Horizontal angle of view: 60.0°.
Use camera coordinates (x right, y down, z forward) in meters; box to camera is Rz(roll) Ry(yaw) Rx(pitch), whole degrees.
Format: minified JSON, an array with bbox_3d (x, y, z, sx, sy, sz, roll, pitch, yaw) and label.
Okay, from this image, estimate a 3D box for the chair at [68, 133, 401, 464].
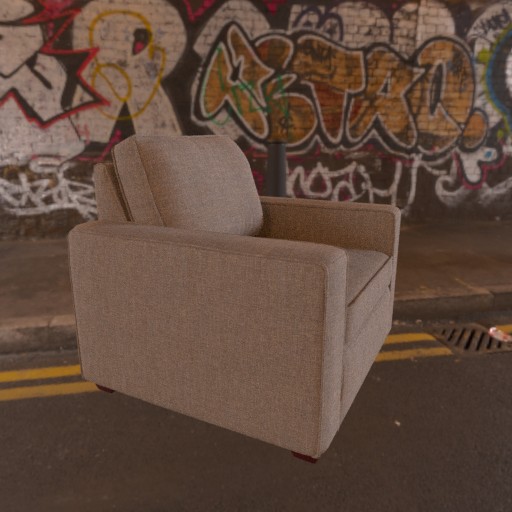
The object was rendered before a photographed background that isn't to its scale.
[{"bbox_3d":[0.000,0.000,1.717,0.940,0.914,1.016,8,17,26],"label":"chair"}]
